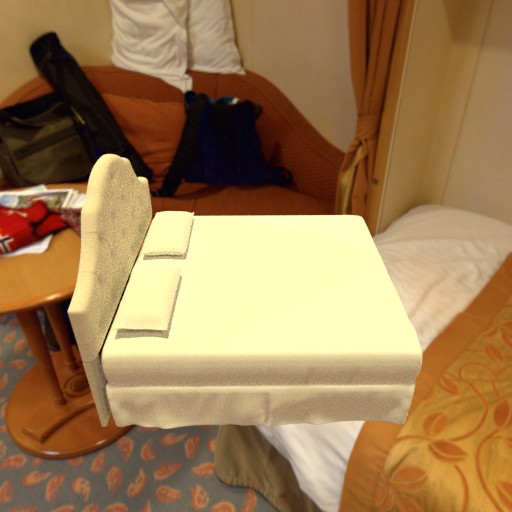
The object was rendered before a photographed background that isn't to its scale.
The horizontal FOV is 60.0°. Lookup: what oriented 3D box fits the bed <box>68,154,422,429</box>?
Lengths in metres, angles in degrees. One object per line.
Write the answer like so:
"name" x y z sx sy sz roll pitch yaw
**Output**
"bed" 0.000 0.000 3.536 2.214 1.615 2.008 0 33 0
